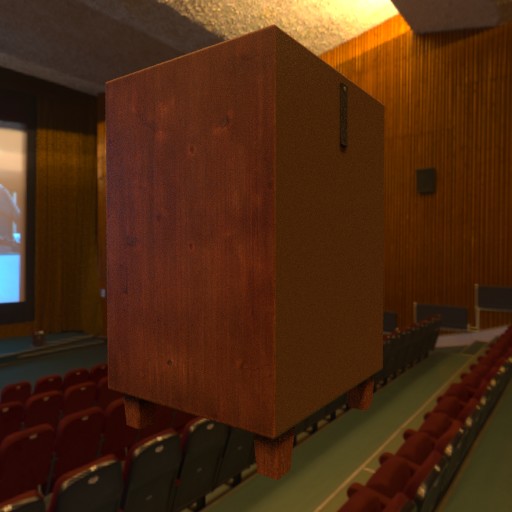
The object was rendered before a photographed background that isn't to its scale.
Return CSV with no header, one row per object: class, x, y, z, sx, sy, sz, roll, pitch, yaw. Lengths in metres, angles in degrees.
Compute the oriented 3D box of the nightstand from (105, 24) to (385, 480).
nightstand,0.000,0.000,0.961,0.410,0.695,0.465,1,2,36
